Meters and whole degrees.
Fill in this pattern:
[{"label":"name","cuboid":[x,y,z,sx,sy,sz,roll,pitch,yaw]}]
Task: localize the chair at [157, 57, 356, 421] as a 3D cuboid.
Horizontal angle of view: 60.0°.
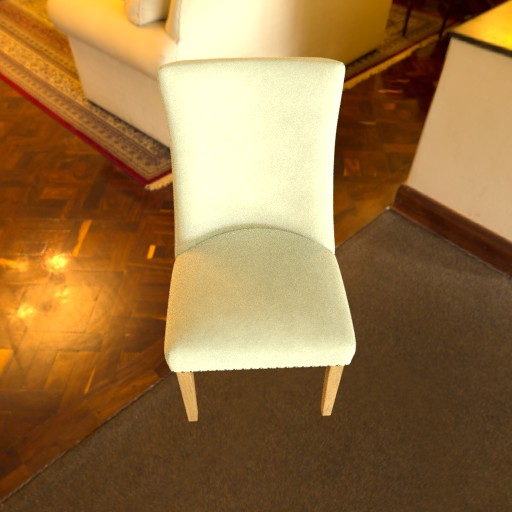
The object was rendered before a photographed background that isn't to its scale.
[{"label":"chair","cuboid":[0.000,0.000,1.275,0.495,0.902,0.610,-2,47,-2]}]
